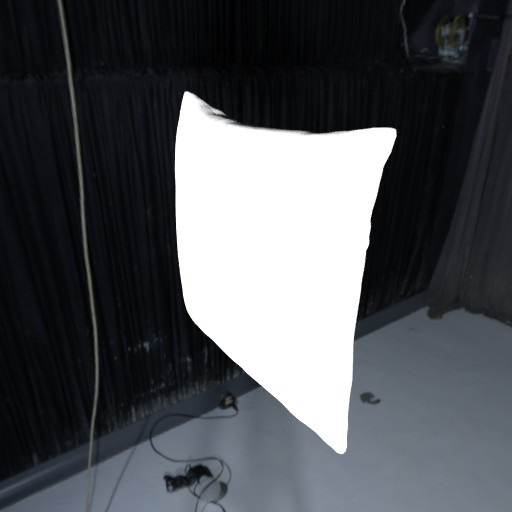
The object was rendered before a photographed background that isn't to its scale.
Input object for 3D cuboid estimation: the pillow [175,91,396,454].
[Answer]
[{"bbox_3d":[0.000,0.000,0.672,0.173,0.436,0.433,-17,31,-31],"label":"pillow"}]
